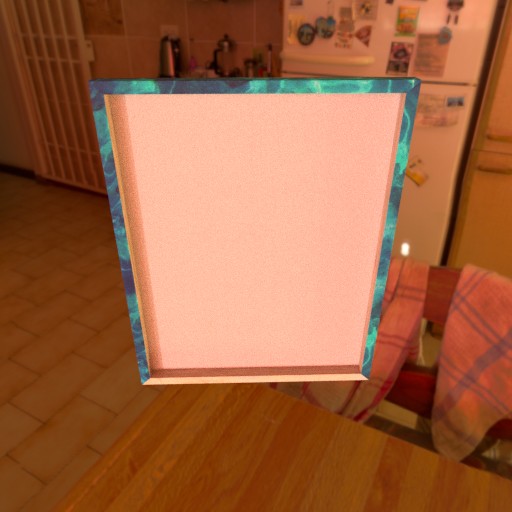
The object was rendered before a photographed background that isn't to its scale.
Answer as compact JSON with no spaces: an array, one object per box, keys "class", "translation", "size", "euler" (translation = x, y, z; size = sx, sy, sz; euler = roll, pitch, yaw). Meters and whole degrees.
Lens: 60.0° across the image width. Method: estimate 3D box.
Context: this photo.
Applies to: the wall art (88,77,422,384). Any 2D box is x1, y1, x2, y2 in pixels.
[{"class":"wall art","translation":[0.000,0.000,1.014],"size":[0.609,0.760,0.038],"euler":[-1,30,-1]}]
